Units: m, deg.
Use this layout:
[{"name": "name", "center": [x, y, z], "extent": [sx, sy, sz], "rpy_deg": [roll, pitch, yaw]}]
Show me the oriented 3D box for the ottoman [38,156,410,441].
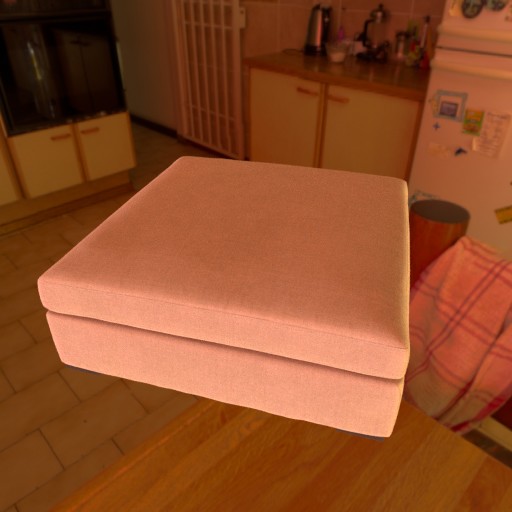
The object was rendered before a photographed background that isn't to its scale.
[{"name": "ottoman", "center": [0.000, 0.000, 1.818], "extent": [1.203, 0.517, 1.171], "rpy_deg": [9, 34, 13]}]
